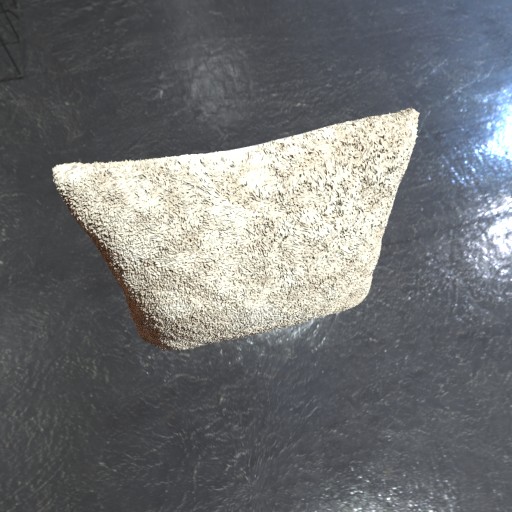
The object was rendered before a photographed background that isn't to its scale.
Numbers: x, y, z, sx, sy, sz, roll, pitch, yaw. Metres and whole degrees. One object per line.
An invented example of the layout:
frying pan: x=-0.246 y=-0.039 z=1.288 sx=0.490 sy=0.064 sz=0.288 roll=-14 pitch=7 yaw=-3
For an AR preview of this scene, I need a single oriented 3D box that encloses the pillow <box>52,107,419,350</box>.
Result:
pillow: x=0.000 y=0.000 z=0.803 sx=0.529 sy=0.515 sz=0.218 roll=-12 pitch=63 yaw=-6
